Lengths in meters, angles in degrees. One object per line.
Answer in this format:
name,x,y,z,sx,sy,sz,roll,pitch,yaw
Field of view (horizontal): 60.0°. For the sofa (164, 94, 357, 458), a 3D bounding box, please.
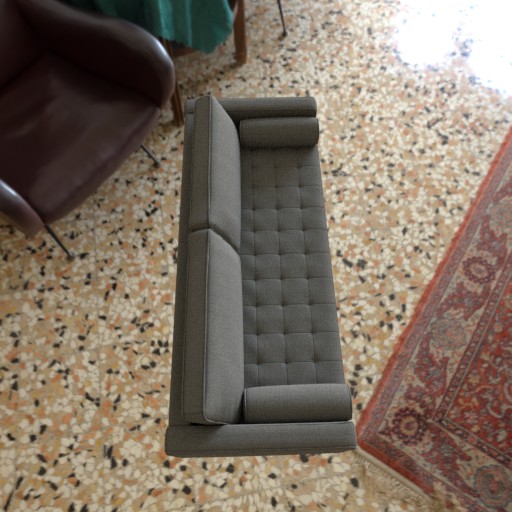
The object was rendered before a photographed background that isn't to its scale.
sofa,0.000,0.000,2.678,0.914,0.762,2.198,-2,64,-1
